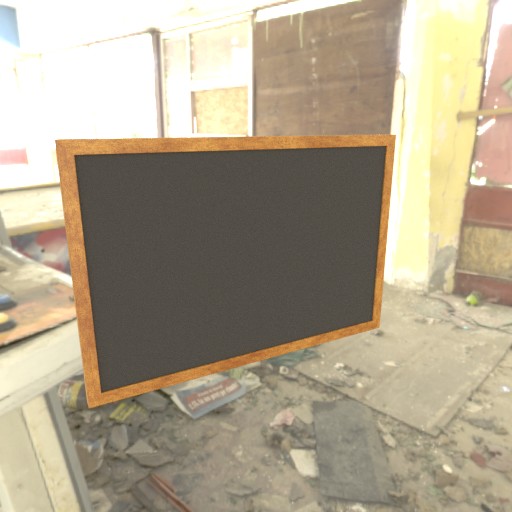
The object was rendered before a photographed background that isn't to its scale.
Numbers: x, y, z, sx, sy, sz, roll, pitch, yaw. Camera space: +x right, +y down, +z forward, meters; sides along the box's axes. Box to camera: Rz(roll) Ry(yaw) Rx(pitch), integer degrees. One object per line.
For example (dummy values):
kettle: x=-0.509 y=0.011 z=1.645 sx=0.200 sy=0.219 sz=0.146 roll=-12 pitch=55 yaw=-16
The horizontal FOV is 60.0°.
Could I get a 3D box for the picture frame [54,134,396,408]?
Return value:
picture frame: x=0.000 y=0.000 z=1.192 sx=0.922 sy=0.621 sz=0.029 roll=-9 pitch=19 yaw=-27
